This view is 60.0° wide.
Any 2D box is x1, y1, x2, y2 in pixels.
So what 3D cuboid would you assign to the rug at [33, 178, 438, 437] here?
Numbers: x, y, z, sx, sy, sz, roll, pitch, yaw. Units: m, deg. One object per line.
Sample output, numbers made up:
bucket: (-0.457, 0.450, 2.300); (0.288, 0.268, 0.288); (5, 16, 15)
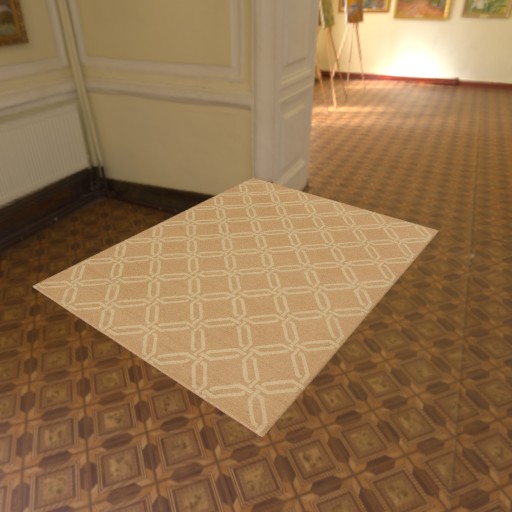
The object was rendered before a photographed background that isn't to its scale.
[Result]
rug: (0.000, 0.000, 3.933); (2.288, 0.018, 2.895); (22, 38, 31)
